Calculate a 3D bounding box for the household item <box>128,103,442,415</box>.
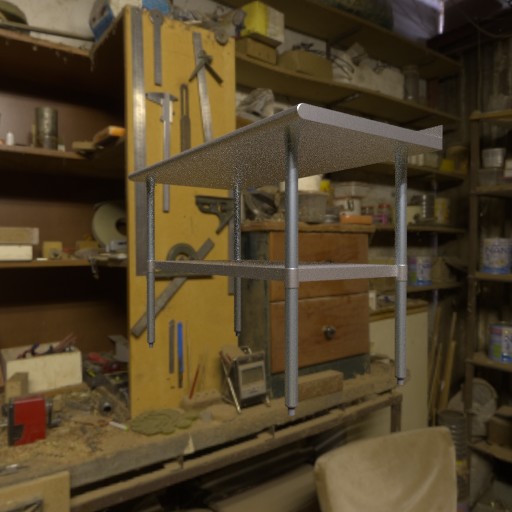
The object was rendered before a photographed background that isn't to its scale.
[{"bbox_3d":[0.000,0.000,1.756,0.610,0.851,1.219,-1,1,-35],"label":"household item"}]
